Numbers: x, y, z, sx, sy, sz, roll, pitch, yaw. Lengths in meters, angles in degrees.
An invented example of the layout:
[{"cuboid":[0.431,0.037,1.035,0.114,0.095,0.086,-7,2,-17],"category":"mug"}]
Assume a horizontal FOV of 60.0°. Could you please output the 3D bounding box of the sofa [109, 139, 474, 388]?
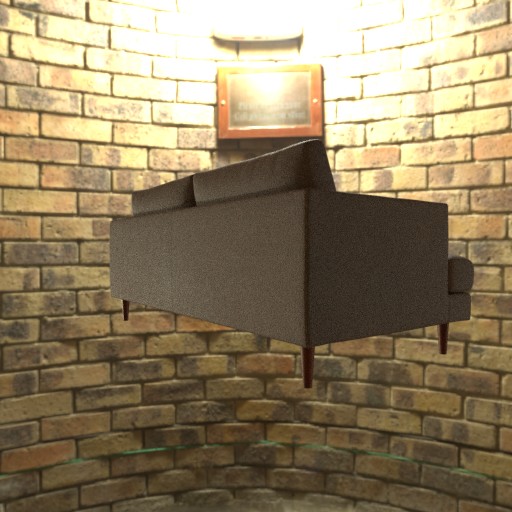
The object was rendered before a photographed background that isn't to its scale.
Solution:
[{"cuboid":[0.000,0.000,2.466,1.020,0.868,1.948,-1,1,-36],"category":"sofa"}]
